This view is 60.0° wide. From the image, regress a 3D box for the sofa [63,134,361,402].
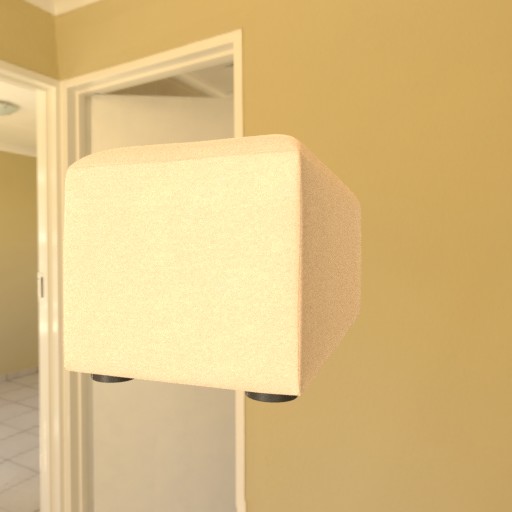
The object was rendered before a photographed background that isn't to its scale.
[{"bbox_3d":[0.000,0.000,1.199,0.480,0.470,0.930,0,1,19],"label":"sofa"}]
